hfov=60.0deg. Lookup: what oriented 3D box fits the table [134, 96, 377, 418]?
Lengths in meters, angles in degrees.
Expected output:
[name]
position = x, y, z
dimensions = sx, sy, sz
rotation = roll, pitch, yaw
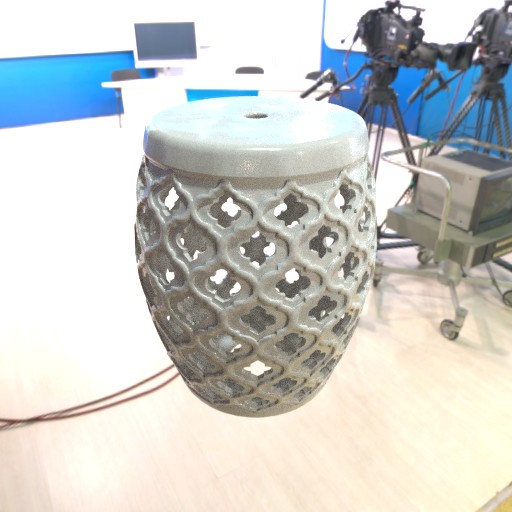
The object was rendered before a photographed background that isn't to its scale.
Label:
[table]
position = 0.000, 0.000, 0.627
dimensions = 0.325, 0.388, 0.325
rotation = 0, 30, 0
